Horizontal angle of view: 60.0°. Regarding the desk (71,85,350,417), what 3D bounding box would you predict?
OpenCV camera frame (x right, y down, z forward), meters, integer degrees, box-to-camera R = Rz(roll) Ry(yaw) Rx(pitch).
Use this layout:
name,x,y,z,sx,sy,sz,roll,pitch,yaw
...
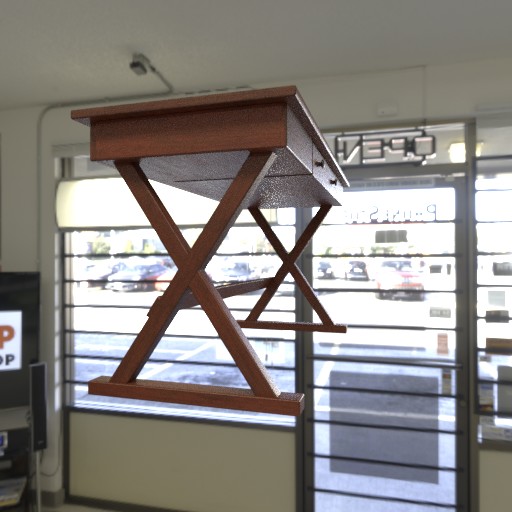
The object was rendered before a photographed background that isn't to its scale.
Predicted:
name,x,y,z,sx,sy,sz,roll,pitch,yaw
desk,0.000,0.000,1.727,0.600,0.761,1.372,0,0,17
